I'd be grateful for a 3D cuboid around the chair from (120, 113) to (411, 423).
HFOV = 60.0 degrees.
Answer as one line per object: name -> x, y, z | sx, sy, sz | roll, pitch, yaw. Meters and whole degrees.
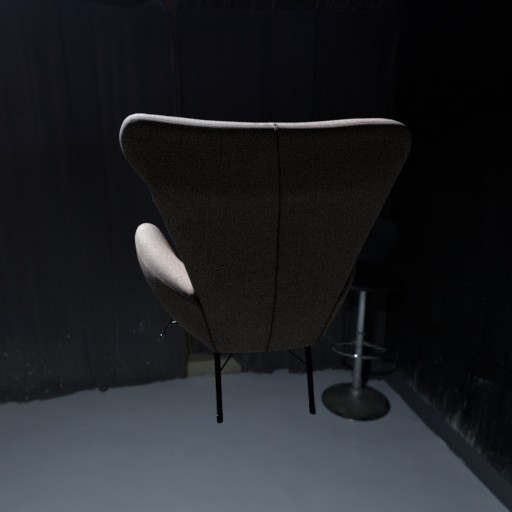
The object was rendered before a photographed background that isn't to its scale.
chair -> 0.000, 0.000, 1.753 | 0.980, 1.040, 0.900 | -3, 15, -10
